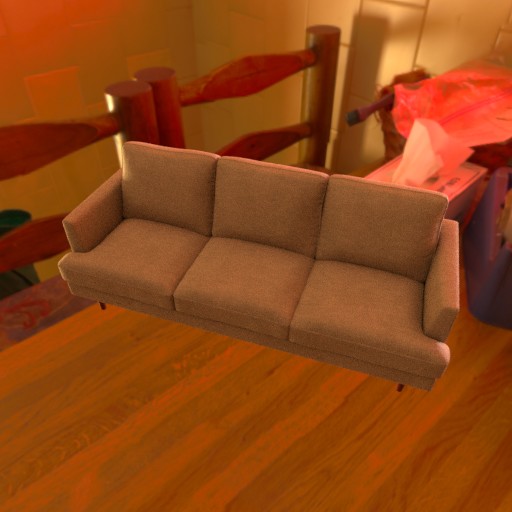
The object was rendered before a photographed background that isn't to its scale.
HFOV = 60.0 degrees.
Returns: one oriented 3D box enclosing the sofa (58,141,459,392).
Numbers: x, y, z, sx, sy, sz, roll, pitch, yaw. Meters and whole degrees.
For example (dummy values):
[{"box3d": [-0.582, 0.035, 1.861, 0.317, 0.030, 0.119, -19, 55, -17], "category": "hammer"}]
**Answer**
[{"box3d": [0.000, 0.000, 2.679, 2.246, 0.930, 0.903, 12, 42, 14], "category": "sofa"}]
